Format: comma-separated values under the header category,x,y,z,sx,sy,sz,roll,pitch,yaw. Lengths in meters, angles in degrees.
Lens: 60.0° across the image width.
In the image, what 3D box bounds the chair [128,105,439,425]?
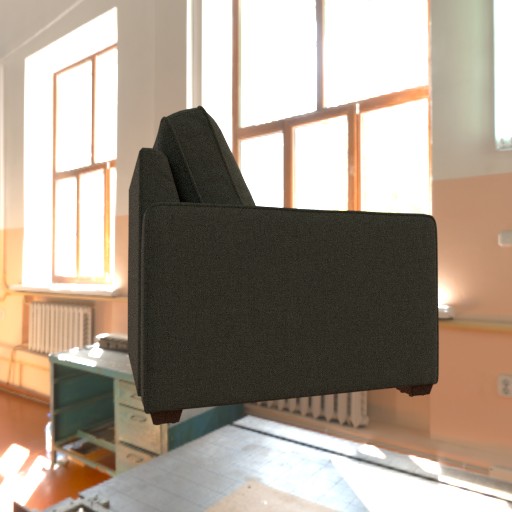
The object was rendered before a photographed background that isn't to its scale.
category,x,y,z,sx,sy,sz,roll,pitch,yaw
chair,0.000,0.000,1.748,0.940,0.919,1.017,0,-1,-18
